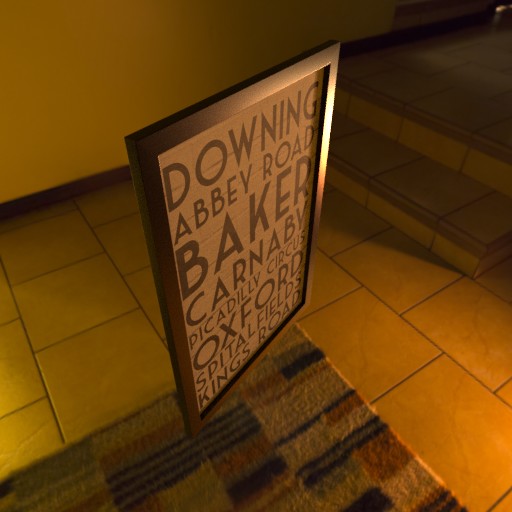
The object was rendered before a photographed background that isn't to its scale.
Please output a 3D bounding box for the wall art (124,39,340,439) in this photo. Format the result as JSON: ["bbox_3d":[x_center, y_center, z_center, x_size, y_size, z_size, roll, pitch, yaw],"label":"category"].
[{"bbox_3d":[0.000,0.000,0.549,0.013,0.432,0.304,26,47,27],"label":"wall art"}]
